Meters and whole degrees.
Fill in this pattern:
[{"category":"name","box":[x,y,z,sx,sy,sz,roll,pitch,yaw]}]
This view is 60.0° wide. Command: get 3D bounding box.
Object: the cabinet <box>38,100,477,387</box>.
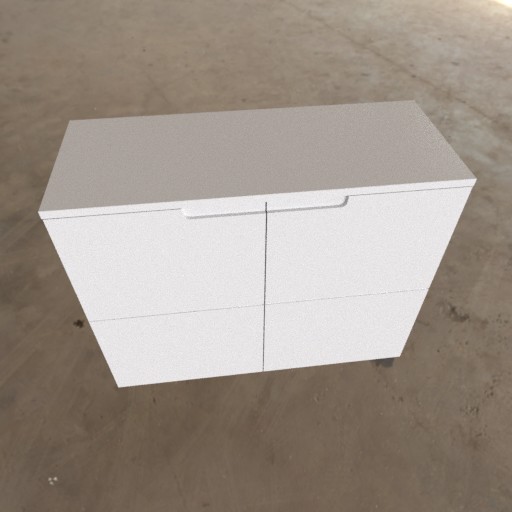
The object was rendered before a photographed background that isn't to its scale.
[{"category":"cabinet","box":[0.000,0.000,1.426,1.000,0.800,0.400,-5,46,-5]}]
